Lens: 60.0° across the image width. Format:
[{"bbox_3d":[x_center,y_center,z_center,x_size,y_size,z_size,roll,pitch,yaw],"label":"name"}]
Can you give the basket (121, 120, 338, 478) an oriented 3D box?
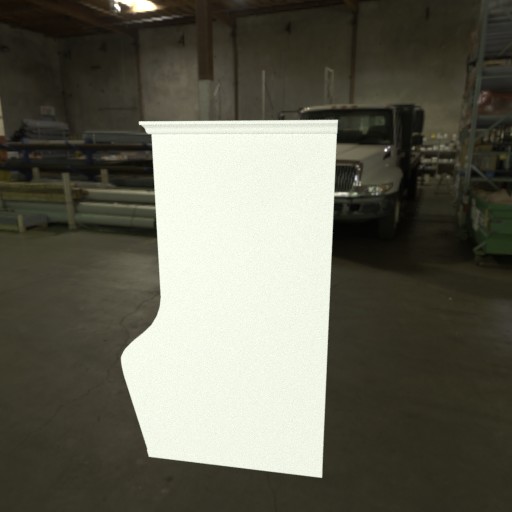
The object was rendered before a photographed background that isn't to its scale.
[{"bbox_3d":[0.000,0.000,1.130,0.376,0.625,0.792,2,15,9],"label":"basket"}]
